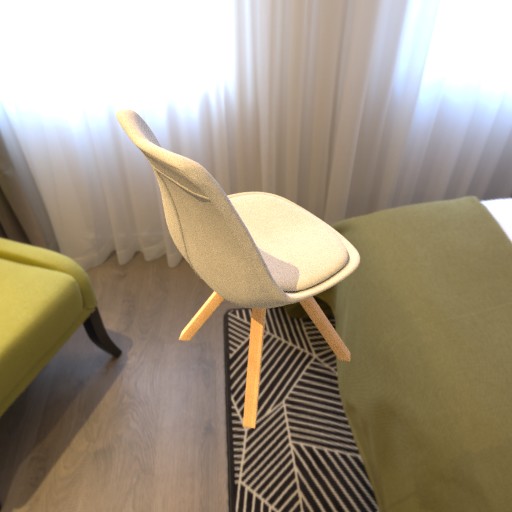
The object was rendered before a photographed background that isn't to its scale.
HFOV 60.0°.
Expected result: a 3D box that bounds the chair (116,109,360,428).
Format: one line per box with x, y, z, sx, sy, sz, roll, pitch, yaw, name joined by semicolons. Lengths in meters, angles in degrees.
0.000;0.000;1.214;0.549;0.863;0.474;-25;47;-26;chair
